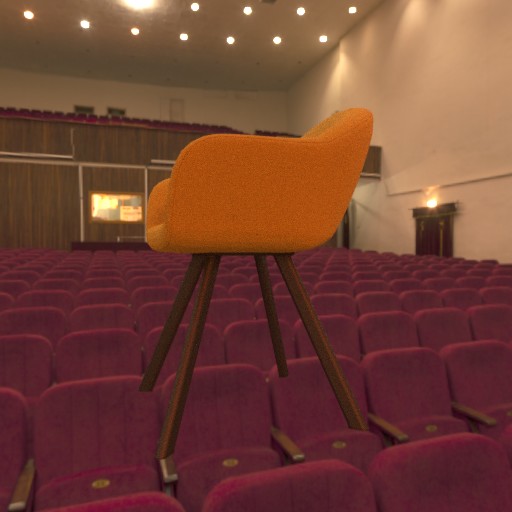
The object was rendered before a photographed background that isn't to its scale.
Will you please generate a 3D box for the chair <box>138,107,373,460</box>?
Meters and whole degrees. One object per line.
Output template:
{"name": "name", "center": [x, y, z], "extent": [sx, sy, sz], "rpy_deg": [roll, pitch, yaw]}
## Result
{"name": "chair", "center": [0.000, 0.000, 1.150], "extent": [0.565, 0.775, 0.545], "rpy_deg": [0, 1, -19]}
